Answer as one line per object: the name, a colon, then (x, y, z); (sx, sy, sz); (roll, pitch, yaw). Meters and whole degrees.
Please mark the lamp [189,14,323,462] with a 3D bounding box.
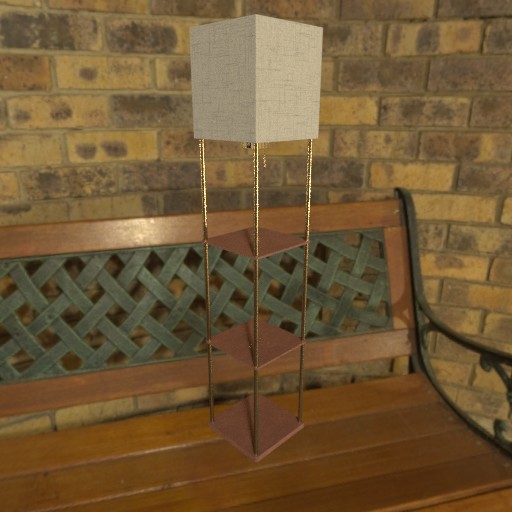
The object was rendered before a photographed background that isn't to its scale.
lamp: (0.000, 0.000, 1.693); (0.308, 1.569, 0.310); (-17, 25, -42)
